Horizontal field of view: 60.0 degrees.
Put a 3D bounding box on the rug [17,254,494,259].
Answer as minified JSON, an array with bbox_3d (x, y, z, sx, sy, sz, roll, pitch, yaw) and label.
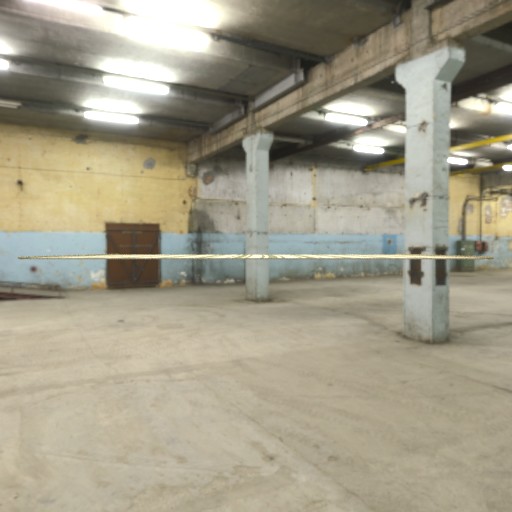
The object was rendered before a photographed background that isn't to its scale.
[{"bbox_3d":[0.000,0.000,3.000,2.435,0.018,1.540,0,1,1],"label":"rug"}]
